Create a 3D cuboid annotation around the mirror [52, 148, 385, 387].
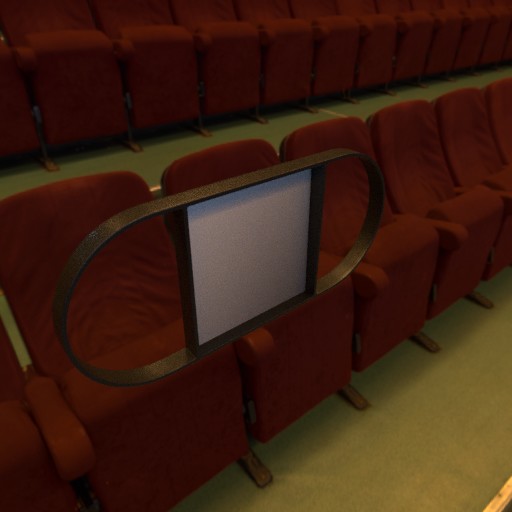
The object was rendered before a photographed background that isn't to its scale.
[{"bbox_3d":[0.000,0.000,0.667,0.584,0.254,0.032,-23,38,-33],"label":"mirror"}]
